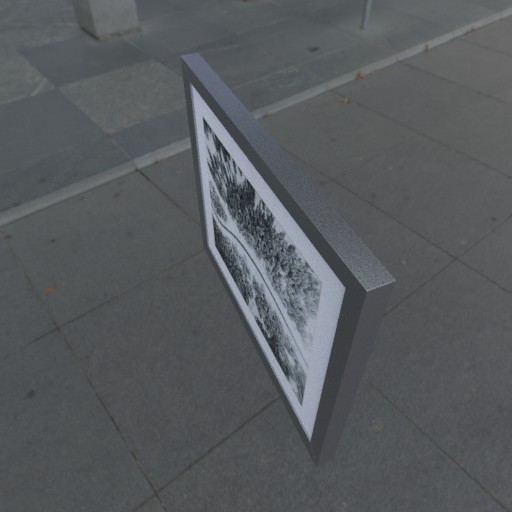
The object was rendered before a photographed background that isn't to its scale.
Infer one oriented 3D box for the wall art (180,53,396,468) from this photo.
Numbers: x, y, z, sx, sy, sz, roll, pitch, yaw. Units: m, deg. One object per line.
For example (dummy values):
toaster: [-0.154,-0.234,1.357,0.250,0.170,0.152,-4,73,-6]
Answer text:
wall art: [0.000,0.000,0.739,0.032,0.456,0.557,-18,49,-16]
